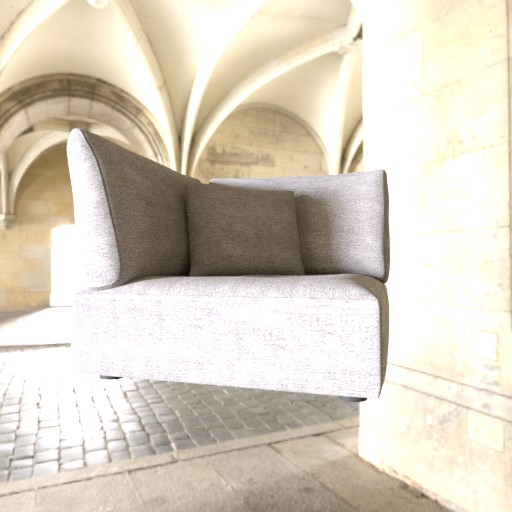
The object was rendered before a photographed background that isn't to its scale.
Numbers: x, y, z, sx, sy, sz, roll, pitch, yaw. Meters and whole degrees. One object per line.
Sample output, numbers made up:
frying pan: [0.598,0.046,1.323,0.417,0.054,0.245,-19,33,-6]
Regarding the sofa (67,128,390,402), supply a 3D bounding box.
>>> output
sofa: [0.000,0.000,1.732,1.000,0.820,1.000,0,-1,17]
